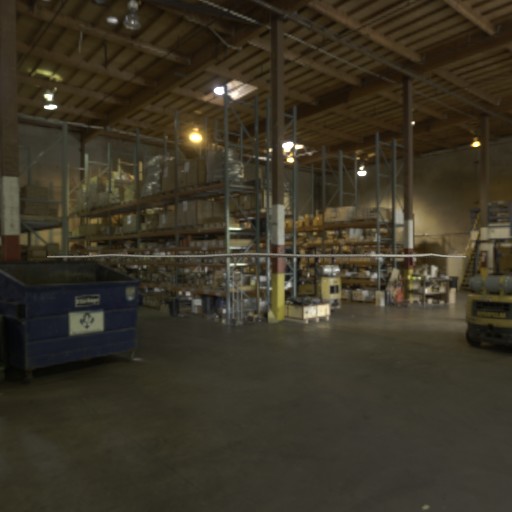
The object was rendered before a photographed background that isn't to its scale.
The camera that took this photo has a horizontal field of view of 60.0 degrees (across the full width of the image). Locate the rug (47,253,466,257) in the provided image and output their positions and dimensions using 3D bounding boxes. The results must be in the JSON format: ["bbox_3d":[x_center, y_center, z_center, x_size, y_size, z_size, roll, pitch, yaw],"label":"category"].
[{"bbox_3d":[0.000,0.000,4.357,3.333,0.027,2.428,0,0,36],"label":"rug"}]
